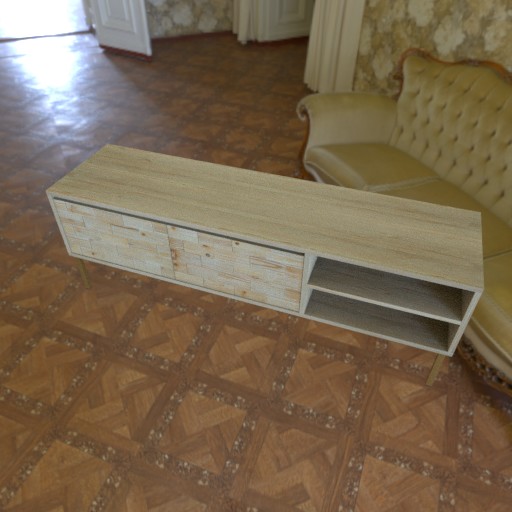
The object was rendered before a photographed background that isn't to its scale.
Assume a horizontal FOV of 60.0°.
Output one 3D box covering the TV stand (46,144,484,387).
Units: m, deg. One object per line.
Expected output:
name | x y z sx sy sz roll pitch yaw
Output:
TV stand | 0.000 0.000 1.859 1.600 0.550 0.420 13 43 15
